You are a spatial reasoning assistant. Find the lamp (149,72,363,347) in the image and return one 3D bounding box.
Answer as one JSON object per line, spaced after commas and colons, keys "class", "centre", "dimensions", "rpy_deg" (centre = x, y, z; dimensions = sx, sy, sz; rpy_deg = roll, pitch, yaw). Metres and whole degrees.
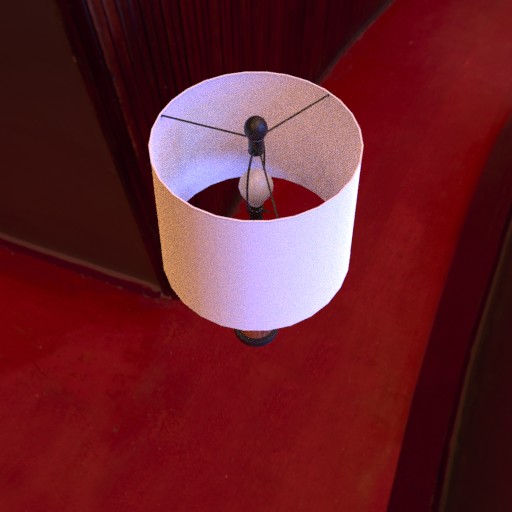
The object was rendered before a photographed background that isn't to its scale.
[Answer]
{"class": "lamp", "centre": [0.000, 0.000, 0.861], "dimensions": [0.349, 0.667, 0.349], "rpy_deg": [0, 57, 0]}
